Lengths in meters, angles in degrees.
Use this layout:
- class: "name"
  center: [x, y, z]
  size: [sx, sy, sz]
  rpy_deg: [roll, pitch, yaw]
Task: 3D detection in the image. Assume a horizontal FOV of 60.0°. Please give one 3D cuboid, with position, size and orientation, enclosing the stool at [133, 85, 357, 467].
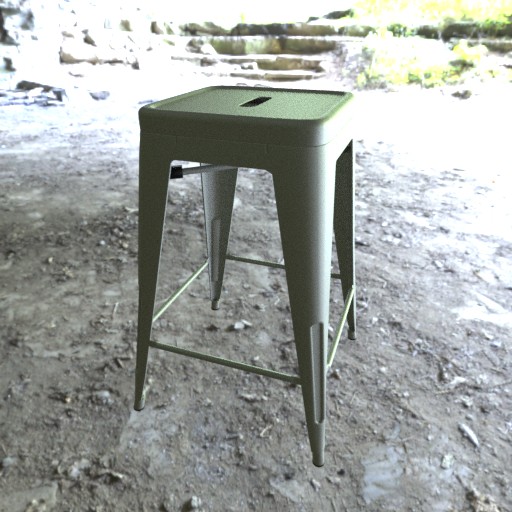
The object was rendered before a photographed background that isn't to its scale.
- class: "stool"
  center: [0.000, 0.000, 0.899]
  size: [0.410, 0.608, 0.410]
  rpy_deg: [10, 30, 17]
